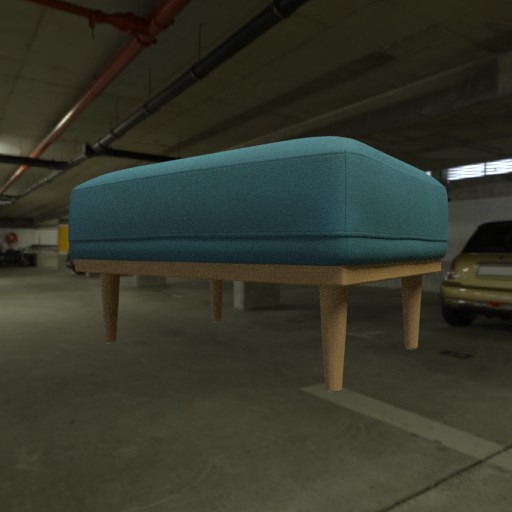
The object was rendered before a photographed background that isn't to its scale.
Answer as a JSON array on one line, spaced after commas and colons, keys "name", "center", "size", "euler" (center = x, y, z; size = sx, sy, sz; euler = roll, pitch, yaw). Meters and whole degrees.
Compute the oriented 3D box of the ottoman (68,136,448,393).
[{"name": "ottoman", "center": [0.000, 0.000, 1.048], "size": [0.749, 0.428, 0.549], "euler": [1, 1, 37]}]
